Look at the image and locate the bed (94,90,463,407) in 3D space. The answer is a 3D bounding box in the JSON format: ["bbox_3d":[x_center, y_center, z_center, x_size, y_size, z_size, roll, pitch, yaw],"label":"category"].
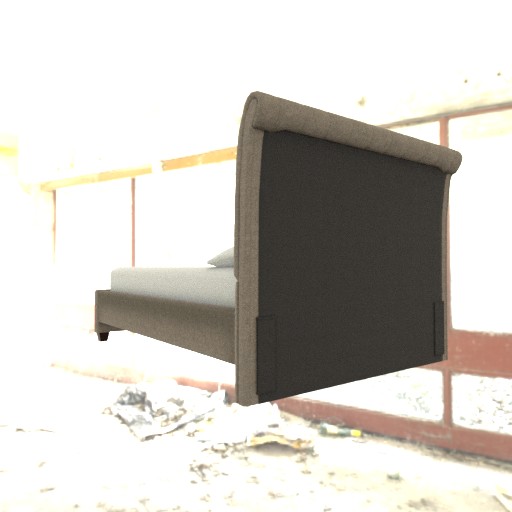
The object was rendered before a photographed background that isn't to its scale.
[{"bbox_3d":[0.000,0.000,3.234,1.645,1.371,2.252,1,-2,-37],"label":"bed"}]
